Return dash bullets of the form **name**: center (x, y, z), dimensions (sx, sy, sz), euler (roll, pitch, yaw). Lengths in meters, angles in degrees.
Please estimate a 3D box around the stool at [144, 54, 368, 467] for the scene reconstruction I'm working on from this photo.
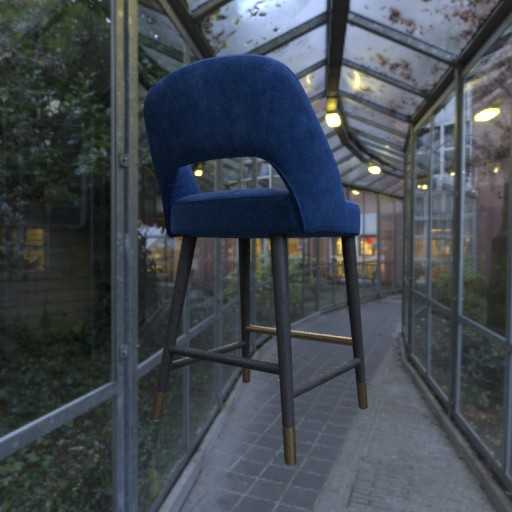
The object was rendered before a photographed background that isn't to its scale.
- **stool**: center (0.000, 0.000, 1.254), dimensions (0.536, 0.925, 0.524), euler (1, 1, 35)
